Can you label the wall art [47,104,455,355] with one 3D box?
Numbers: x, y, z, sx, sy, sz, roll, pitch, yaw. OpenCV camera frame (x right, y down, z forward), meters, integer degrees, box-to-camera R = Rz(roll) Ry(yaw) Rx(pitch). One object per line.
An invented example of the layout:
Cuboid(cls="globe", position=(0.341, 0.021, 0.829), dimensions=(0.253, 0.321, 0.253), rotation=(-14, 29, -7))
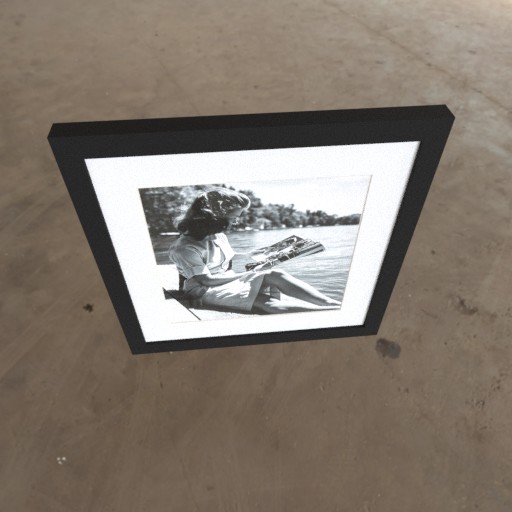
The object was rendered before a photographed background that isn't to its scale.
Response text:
Cuboid(cls="wall art", position=(0.000, 0.000, 0.677), dimensions=(0.462, 0.458, 0.030), rotation=(-4, 47, -4))
